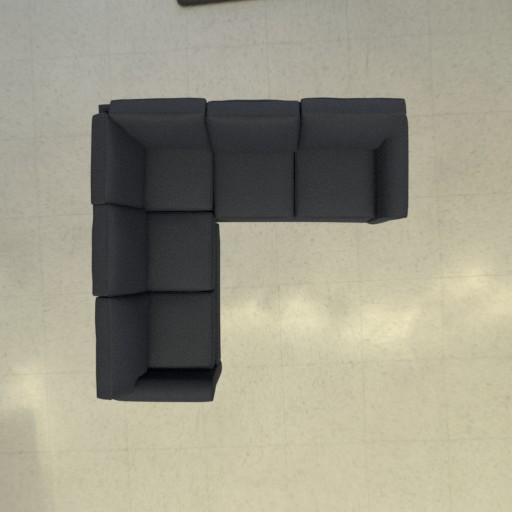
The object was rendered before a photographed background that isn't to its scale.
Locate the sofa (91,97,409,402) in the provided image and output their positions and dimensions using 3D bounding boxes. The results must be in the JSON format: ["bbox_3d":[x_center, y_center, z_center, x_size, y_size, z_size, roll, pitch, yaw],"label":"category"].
[{"bbox_3d":[0.000,0.000,3.854,2.562,1.042,2.487,0,90,2],"label":"sofa"}]
